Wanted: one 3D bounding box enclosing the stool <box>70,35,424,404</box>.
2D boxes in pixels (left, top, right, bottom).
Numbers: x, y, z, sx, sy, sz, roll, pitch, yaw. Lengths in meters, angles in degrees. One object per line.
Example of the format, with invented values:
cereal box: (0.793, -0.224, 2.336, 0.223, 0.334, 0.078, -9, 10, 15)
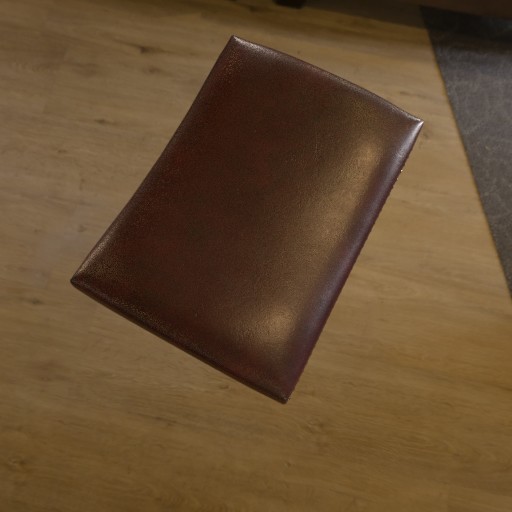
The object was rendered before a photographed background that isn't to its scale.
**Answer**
stool: (0.000, 0.000, 1.007, 0.372, 0.742, 0.504, 27, 76, 7)
